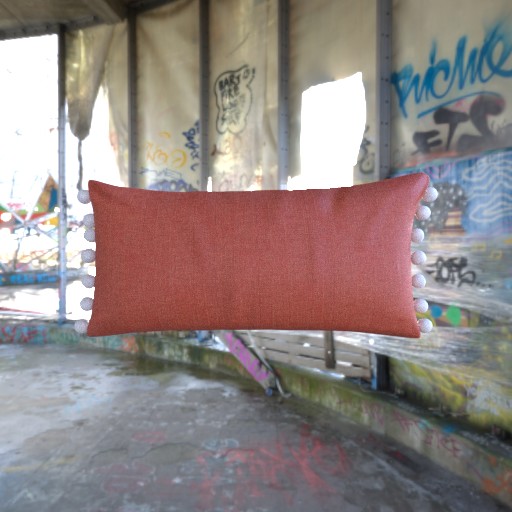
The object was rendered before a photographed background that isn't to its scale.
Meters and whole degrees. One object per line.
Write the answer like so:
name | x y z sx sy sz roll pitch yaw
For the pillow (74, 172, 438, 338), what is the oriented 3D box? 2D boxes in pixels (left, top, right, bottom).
pillow | 0.000 0.000 0.854 0.709 0.322 0.201 0 2 0
